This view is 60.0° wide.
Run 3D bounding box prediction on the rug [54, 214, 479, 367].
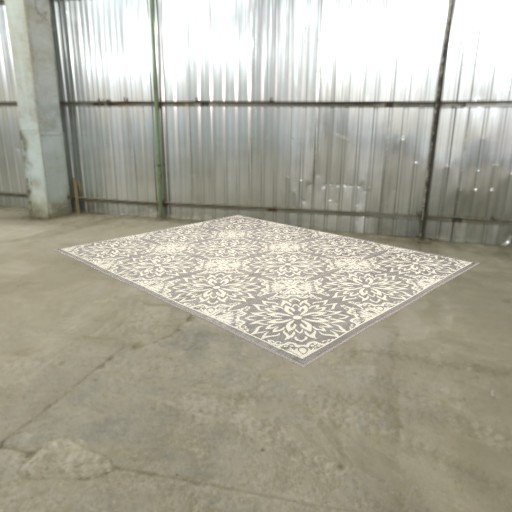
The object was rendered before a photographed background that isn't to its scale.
[{"bbox_3d":[0.000,0.000,3.945,2.980,0.012,2.363,16,23,42],"label":"rug"}]
